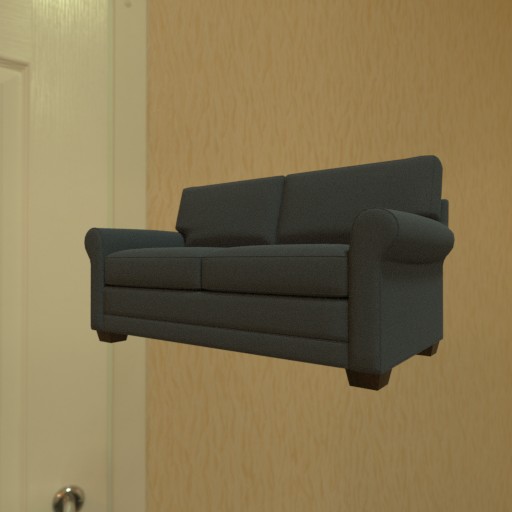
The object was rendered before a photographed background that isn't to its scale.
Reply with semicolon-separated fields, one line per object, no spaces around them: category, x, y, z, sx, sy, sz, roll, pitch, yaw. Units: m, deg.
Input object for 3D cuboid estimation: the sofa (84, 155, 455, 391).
sofa;0.000;0.000;2.492;1.930;1.020;0.940;0;-1;36
